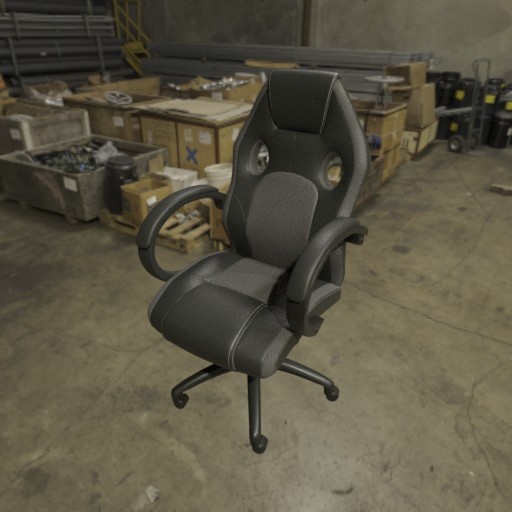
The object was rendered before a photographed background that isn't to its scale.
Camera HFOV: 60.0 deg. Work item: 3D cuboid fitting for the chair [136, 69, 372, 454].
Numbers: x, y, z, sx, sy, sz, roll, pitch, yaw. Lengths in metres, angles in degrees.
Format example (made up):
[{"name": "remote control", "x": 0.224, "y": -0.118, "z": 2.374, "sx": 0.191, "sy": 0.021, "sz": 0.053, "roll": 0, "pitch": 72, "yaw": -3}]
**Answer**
[{"name": "chair", "x": 0.000, "y": 0.000, "z": 1.586, "sx": 0.673, "sy": 1.187, "sz": 0.724, "roll": 17, "pitch": 32, "yaw": 29}]
